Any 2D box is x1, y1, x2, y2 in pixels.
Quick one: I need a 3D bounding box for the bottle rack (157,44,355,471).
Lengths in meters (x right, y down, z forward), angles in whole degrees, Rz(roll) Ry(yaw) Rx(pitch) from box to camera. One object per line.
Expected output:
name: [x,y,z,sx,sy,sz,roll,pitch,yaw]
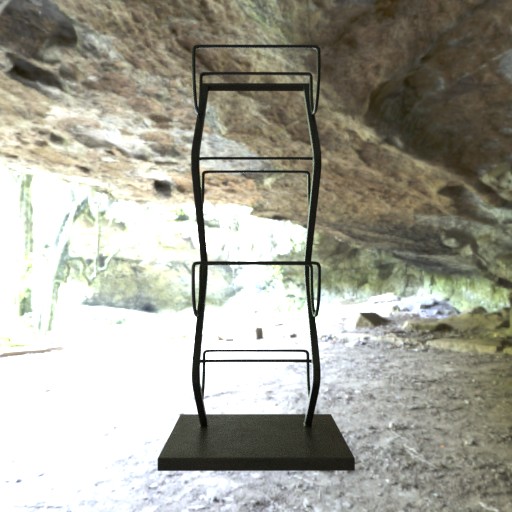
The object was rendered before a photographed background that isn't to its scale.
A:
bottle rack: [0.000,0.000,0.668,0.254,0.559,0.178,0,-2,0]
